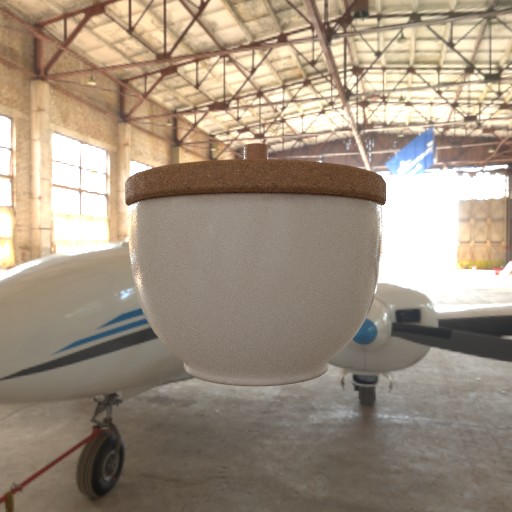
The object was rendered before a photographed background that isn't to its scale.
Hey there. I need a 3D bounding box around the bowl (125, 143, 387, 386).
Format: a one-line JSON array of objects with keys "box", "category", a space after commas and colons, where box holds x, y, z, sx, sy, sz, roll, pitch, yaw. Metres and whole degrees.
[{"box": [0.000, 0.000, 0.223, 0.126, 0.110, 0.126, 0, 1, 0], "category": "bowl"}]
